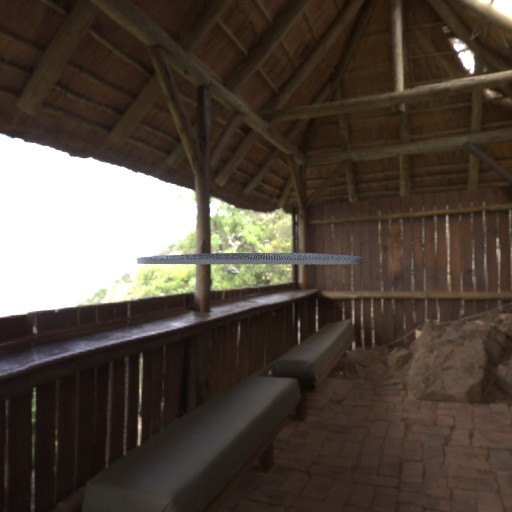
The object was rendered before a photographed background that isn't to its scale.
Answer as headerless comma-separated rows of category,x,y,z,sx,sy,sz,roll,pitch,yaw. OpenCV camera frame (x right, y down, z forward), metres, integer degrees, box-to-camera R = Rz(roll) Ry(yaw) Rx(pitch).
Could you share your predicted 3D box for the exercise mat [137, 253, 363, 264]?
exercise mat,0.000,0.000,2.087,0.616,0.021,1.884,0,1,1
